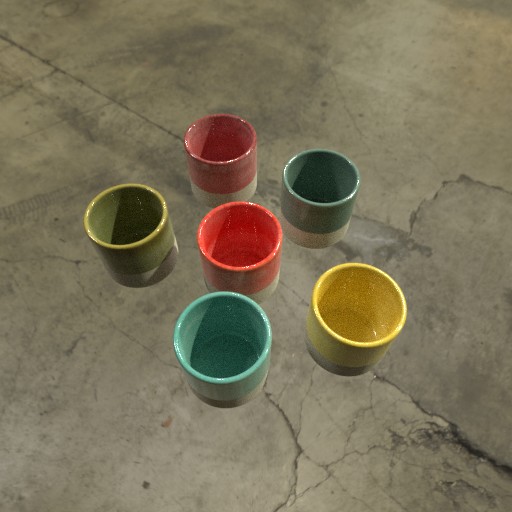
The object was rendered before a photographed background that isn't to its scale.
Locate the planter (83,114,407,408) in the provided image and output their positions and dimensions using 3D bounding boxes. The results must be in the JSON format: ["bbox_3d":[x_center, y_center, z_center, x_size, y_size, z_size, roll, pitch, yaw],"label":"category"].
[{"bbox_3d":[0.000,0.000,0.418,0.286,0.075,0.257,32,63,19],"label":"planter"}]
